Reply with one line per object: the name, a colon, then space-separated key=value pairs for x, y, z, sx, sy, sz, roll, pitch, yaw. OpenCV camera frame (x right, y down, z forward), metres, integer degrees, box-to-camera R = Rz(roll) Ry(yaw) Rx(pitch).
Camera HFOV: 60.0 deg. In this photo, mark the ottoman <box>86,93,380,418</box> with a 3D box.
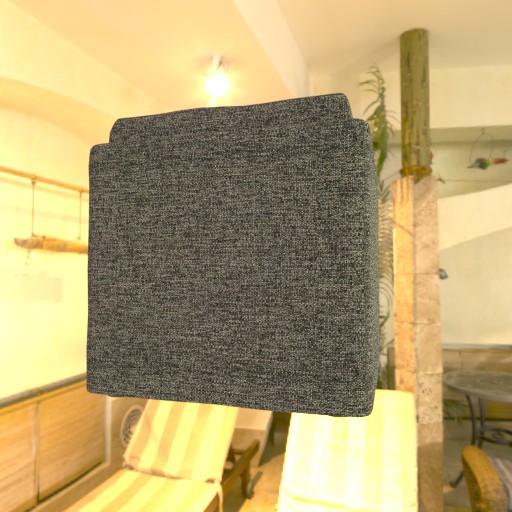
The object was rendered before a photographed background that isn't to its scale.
ottoman: x=0.000 y=0.000 z=0.853 sx=0.450 sy=0.463 sz=0.450 roll=-1 pitch=-2 yaw=17
